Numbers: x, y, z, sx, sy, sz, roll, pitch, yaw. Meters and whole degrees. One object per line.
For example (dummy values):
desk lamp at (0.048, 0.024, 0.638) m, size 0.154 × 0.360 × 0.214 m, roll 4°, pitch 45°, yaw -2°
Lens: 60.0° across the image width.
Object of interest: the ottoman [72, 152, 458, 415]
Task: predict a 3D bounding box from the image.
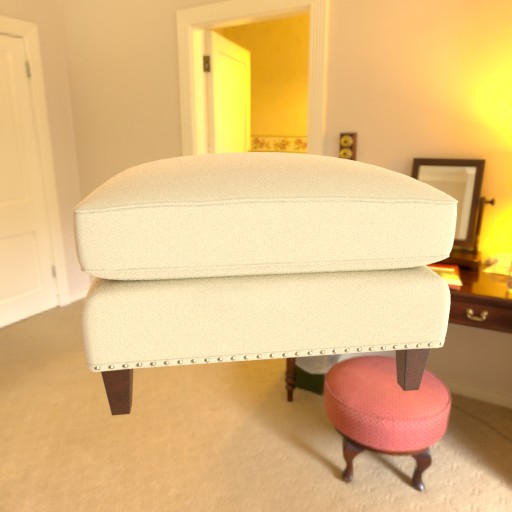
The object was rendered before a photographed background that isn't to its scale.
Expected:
ottoman at (0.000, 0.000, 1.130) m, size 0.741 × 0.513 × 0.584 m, roll -2°, pitch 16°, yaw -8°
